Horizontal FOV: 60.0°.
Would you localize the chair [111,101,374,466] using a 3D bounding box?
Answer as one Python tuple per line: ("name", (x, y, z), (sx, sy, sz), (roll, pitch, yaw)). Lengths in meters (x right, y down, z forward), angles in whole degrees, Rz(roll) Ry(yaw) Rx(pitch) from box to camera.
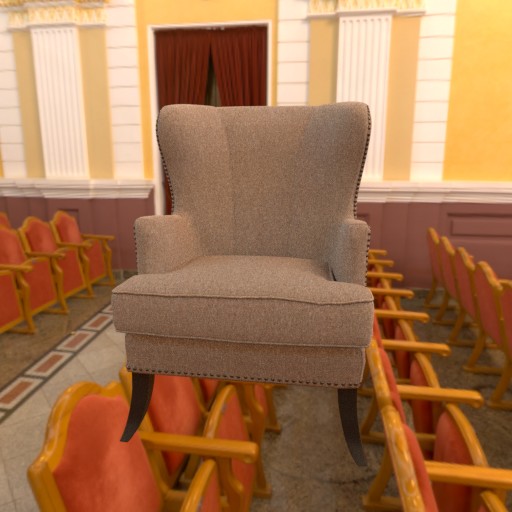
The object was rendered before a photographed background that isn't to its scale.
("chair", (0.000, 0.000, 1.550), (0.759, 1.060, 0.758), (2, 13, 8))
